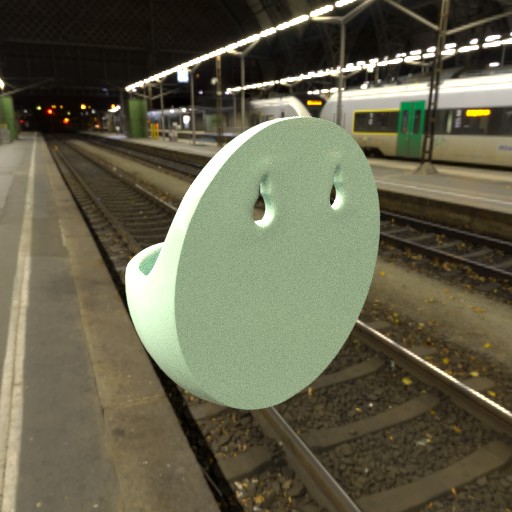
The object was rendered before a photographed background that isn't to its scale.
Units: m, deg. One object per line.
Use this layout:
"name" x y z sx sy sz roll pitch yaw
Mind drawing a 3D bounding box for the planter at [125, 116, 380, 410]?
"planter" 0.000 0.000 0.274 0.073 0.164 0.189 15 22 41
